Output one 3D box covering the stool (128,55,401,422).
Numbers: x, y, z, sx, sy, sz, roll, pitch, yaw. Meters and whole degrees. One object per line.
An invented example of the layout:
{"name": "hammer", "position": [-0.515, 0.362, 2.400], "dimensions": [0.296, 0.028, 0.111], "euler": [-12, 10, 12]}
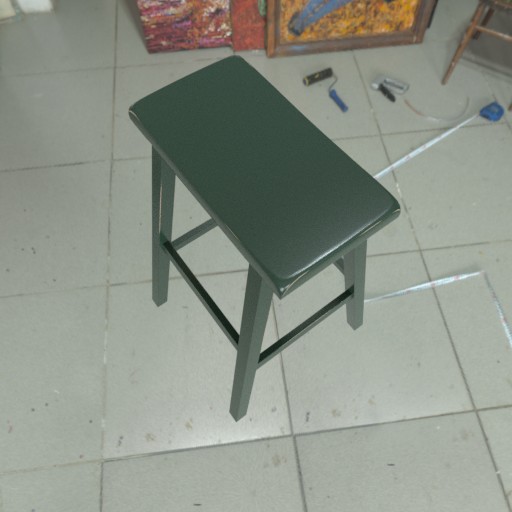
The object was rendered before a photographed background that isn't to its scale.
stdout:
{"name": "stool", "position": [0.000, 0.000, 1.055], "dimensions": [0.476, 0.737, 0.457], "euler": [-33, 67, -16]}
